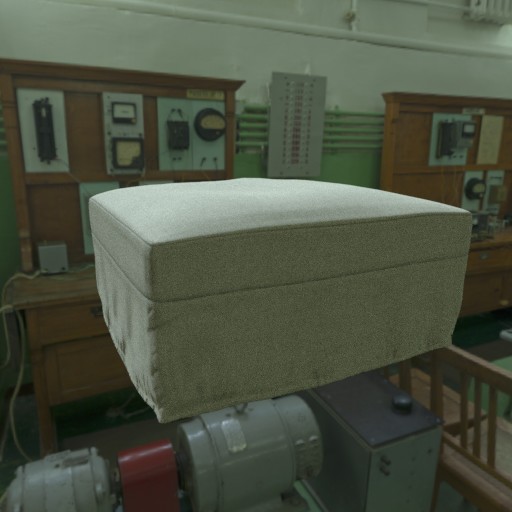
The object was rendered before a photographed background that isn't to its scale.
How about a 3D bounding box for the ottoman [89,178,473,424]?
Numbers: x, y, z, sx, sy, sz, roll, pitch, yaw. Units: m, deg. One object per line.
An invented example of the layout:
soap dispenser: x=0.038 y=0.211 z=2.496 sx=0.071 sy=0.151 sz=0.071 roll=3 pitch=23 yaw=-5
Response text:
ottoman: x=0.000 y=0.000 z=1.321 sx=0.843 sy=0.436 sz=0.840 roll=-7 pitch=15 yaw=-26
